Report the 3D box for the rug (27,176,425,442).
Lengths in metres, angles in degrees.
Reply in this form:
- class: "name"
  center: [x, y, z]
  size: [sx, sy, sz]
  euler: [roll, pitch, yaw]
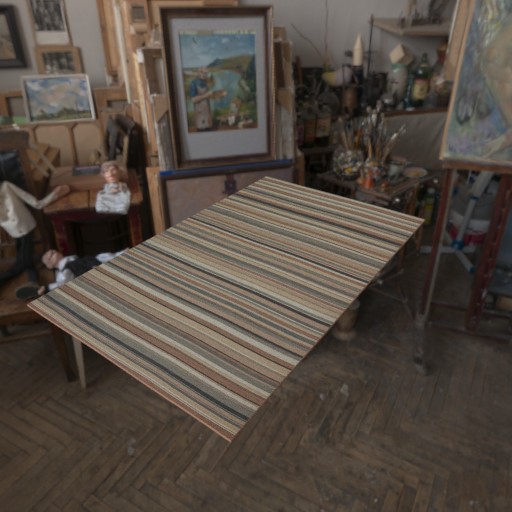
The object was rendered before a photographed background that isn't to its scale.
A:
- class: "rug"
  center: [0.000, 0.000, 3.027]
  size: [1.523, 0.014, 2.438]
  euler: [21, 38, 30]
